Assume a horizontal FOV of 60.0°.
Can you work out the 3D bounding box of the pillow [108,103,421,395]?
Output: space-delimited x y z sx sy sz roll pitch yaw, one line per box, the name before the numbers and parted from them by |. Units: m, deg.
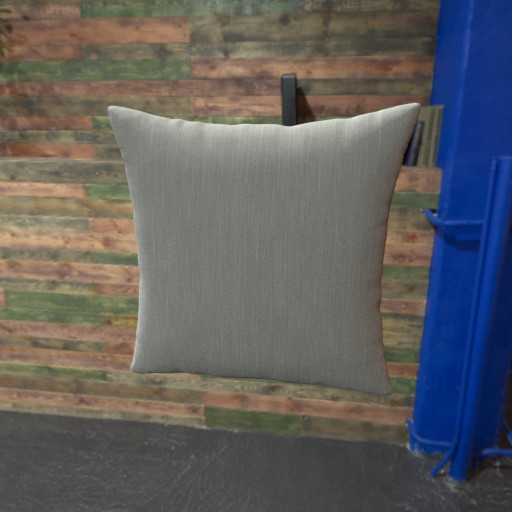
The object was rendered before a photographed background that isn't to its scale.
pillow | 0.000 0.000 0.785 0.511 0.509 0.161 3 16 9
